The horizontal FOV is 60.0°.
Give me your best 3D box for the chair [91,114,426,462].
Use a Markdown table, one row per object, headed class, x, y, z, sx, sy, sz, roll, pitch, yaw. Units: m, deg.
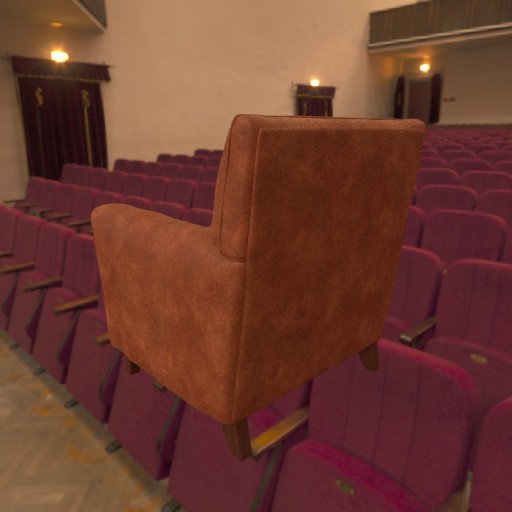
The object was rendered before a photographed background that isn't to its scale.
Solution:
| class | x | y | z | sx | sy | sz | roll | pitch | yaw |
| --- | --- | --- | --- | --- | --- | --- | --- | --- | --- |
| chair | 0.000 | 0.000 | 1.594 | 0.870 | 0.943 | 0.823 | -15 | 22 | -42 |
